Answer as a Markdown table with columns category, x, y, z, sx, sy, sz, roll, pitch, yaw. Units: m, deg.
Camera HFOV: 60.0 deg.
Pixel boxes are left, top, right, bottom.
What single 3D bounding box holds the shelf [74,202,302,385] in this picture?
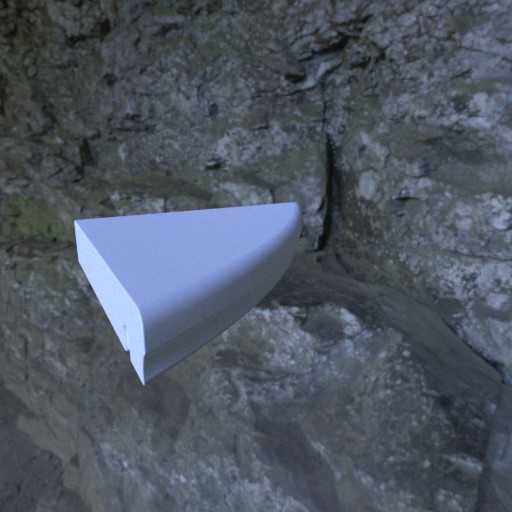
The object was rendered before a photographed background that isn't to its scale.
| category | x | y | z | sx | sy | sz | roll | pitch | yaw |
| --- | --- | --- | --- | --- | --- | --- | --- | --- | --- |
| shelf | 0.000 | 0.000 | 0.455 | 0.310 | 0.050 | 0.310 | -8 | 18 | -27 |
